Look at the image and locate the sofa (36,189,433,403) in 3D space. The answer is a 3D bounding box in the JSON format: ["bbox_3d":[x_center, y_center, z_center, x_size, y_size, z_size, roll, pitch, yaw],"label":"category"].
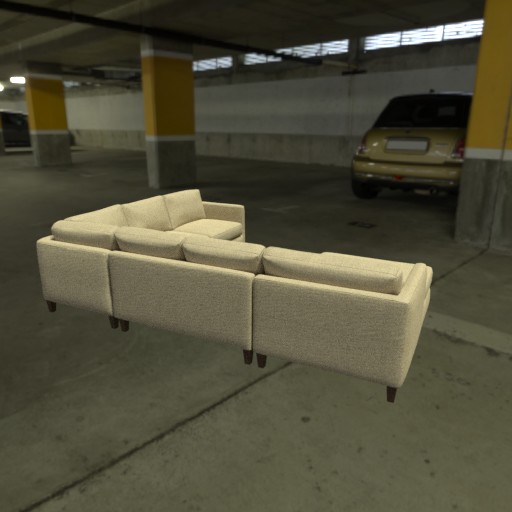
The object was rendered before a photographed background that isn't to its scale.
[{"bbox_3d":[0.000,0.000,4.634,3.460,0.959,2.593,8,19,25],"label":"sofa"}]
